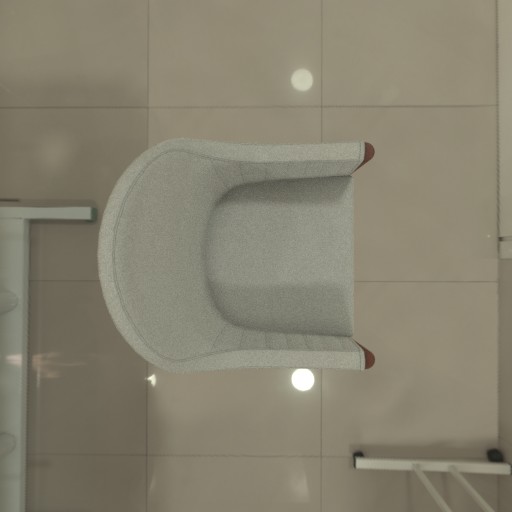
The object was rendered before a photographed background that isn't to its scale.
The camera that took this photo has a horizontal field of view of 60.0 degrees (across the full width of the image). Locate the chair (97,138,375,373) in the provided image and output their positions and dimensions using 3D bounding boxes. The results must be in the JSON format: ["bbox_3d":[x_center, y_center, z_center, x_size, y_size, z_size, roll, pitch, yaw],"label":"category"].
[{"bbox_3d":[0.000,0.000,1.312,0.620,0.889,0.610,0,90,1],"label":"chair"}]
